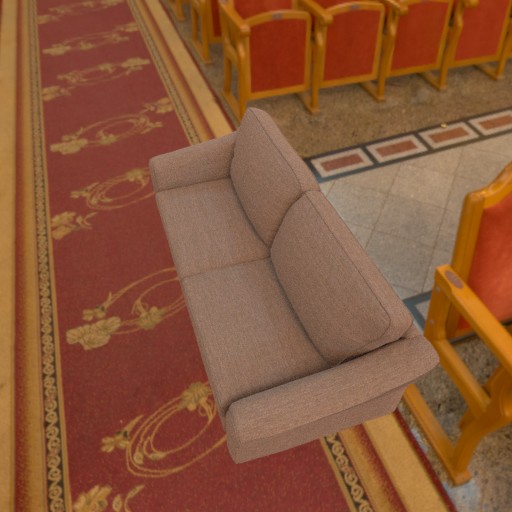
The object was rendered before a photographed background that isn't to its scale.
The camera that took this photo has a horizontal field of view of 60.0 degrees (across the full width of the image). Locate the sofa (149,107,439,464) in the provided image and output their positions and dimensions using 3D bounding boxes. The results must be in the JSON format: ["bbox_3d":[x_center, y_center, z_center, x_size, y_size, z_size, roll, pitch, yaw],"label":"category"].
[{"bbox_3d":[0.000,0.000,2.776,0.980,0.965,2.270,-14,49,-13],"label":"sofa"}]
